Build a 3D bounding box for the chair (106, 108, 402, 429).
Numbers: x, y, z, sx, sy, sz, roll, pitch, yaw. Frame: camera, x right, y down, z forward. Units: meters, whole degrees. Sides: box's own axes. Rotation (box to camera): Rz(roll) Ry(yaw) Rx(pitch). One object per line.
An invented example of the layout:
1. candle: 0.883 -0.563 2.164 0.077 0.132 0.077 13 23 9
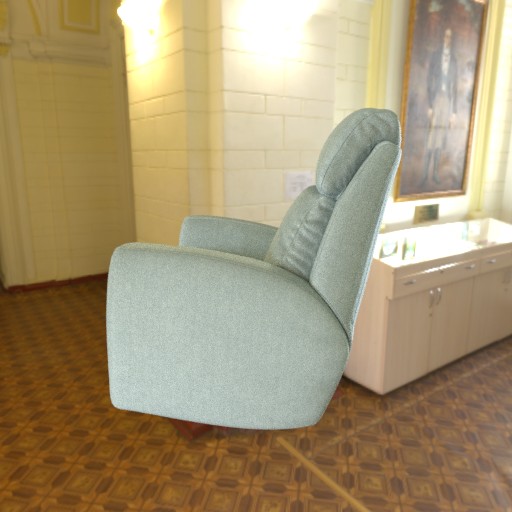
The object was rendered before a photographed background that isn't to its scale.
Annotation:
1. chair: 0.000 0.000 1.672 0.940 1.013 0.812 2 13 9
